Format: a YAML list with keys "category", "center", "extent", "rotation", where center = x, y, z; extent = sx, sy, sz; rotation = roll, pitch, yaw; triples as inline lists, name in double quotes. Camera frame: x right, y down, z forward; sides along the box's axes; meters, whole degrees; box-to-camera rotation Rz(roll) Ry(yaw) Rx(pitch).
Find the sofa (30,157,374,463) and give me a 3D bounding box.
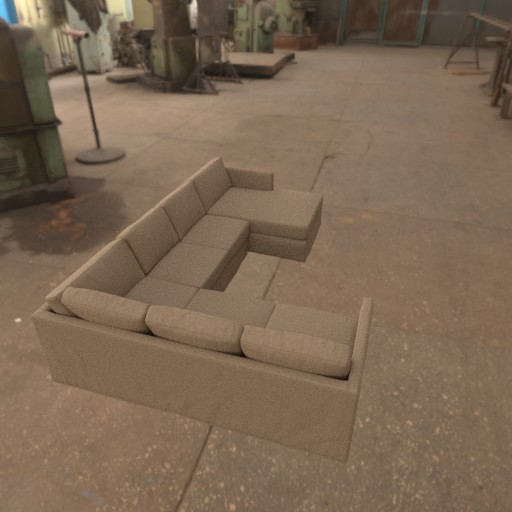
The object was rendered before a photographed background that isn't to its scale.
- category: "sofa"
  center: [0.000, 0.000, 4.493]
  extent: [2.427, 0.882, 3.460]
  rotation: [9, 33, 15]
